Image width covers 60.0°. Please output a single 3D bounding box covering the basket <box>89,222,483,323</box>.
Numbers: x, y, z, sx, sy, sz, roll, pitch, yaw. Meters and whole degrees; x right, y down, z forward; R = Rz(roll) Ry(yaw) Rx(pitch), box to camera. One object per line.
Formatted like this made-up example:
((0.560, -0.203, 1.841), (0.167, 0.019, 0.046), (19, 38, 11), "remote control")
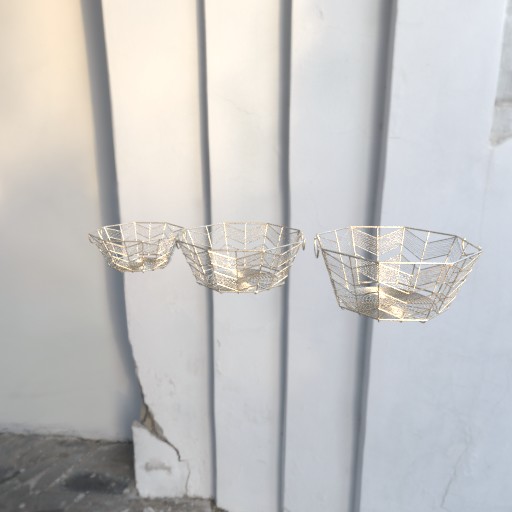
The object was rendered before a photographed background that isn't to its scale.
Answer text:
((0.000, 0.000, 1.378), (1.246, 0.178, 0.432), (7, 17, 24), "basket")
